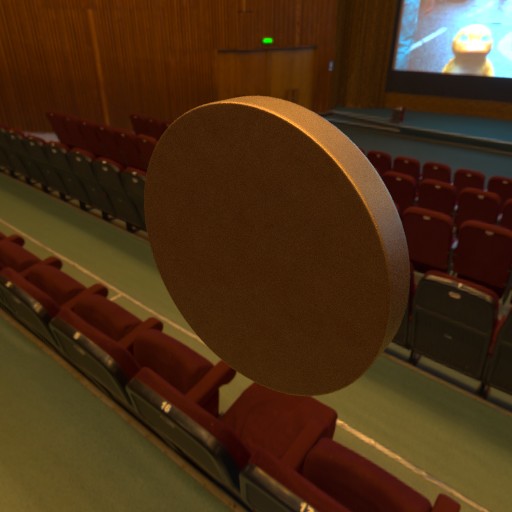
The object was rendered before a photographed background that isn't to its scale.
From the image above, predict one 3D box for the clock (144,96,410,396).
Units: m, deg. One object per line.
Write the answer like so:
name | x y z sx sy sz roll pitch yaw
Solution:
clock | 0.000 0.000 0.464 0.314 0.314 0.040 22 36 33
